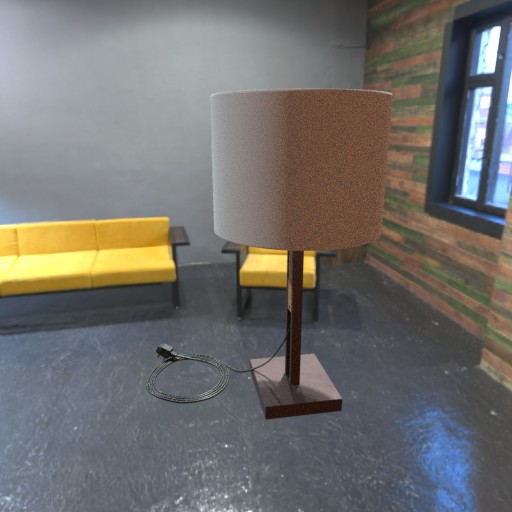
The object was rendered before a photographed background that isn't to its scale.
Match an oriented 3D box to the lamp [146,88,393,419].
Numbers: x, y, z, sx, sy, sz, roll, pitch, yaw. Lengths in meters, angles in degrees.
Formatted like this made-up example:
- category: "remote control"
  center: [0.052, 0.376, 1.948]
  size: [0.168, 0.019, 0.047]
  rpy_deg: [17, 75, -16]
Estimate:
- category: "lamp"
  center: [0.000, 0.000, 0.982]
  size: [0.525, 0.668, 0.396]
  rpy_deg: [-3, 17, -10]
